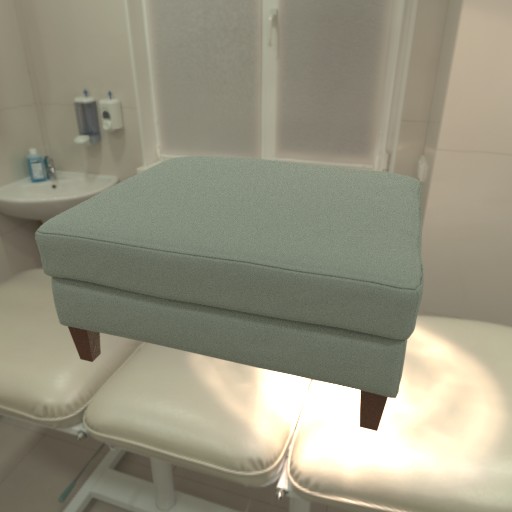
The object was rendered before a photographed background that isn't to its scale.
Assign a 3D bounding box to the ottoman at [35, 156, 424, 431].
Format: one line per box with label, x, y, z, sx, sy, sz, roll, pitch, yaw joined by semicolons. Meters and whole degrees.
ottoman;0.000;0.000;1.460;0.991;0.494;0.842;8;28;16
